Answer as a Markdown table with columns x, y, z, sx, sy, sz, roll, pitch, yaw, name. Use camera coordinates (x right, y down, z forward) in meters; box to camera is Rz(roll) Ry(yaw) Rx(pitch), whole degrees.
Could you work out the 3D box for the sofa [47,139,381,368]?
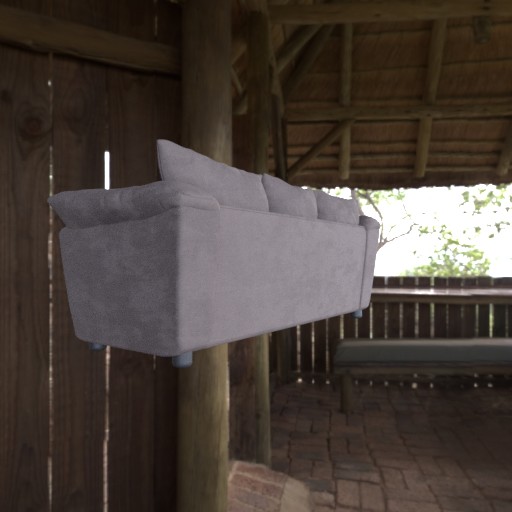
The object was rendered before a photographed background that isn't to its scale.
| x | y | z | sx | sy | sz | roll | pitch | yaw | name |
| --- | --- | --- | --- | --- | --- | --- | --- | --- | --- |
| 0.000 | 0.000 | 2.878 | 0.893 | 0.981 | 2.377 | 0 | 0 | 36 | sofa |
